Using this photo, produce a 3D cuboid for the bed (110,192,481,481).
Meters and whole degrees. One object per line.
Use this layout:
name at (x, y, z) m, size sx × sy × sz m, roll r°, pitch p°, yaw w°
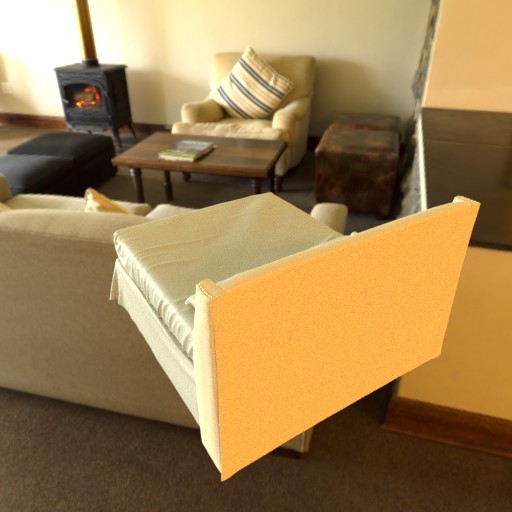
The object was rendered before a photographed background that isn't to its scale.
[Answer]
bed at (0.000, 0.000, 3.459) m, size 1.925 × 1.332 × 2.276 m, roll -18°, pitch 35°, yaw -27°
